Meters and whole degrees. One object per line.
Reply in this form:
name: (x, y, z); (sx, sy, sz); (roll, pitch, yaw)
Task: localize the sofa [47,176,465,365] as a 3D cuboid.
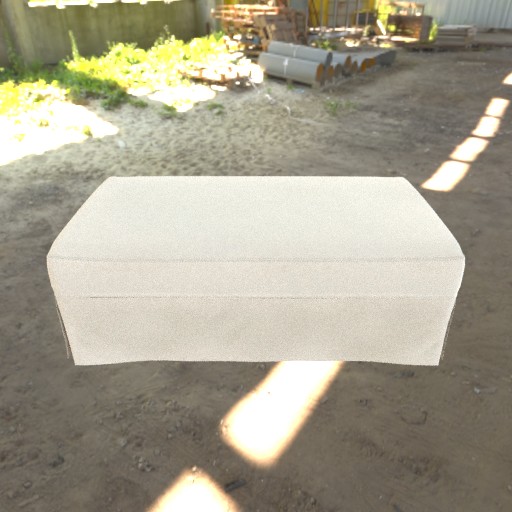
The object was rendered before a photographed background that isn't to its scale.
sofa: (0.000, 0.000, 2.180); (1.677, 0.552, 0.939); (0, 31, 0)
